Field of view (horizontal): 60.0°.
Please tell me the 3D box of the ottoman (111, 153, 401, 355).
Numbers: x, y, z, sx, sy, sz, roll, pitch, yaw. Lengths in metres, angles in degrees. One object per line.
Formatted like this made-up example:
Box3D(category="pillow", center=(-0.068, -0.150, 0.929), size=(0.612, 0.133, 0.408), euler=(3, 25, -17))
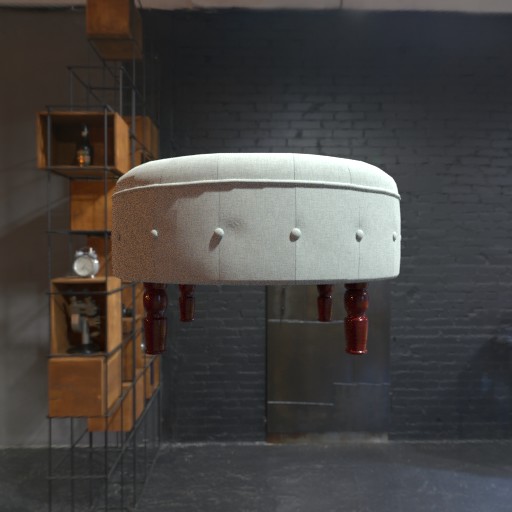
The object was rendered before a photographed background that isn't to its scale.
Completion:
Box3D(category="ottoman", center=(0.000, 0.000, 1.370), size=(0.850, 0.483, 0.850), euler=(0, 1, 0))
